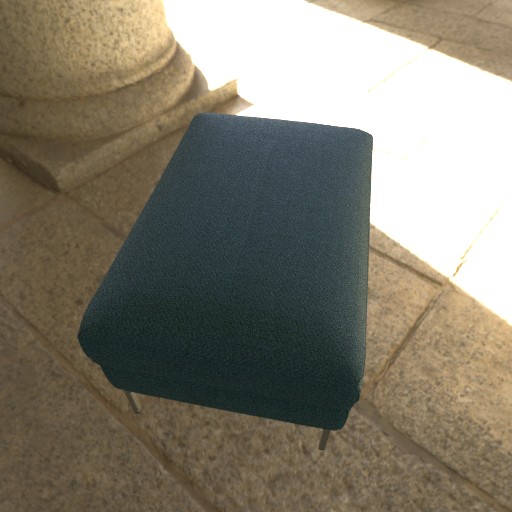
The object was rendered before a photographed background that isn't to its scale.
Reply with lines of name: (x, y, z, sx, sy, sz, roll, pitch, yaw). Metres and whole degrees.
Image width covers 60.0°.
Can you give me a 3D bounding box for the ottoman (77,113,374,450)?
ottoman: (0.000, 0.000, 1.209, 0.563, 0.498, 0.856, 8, 48, 8)
